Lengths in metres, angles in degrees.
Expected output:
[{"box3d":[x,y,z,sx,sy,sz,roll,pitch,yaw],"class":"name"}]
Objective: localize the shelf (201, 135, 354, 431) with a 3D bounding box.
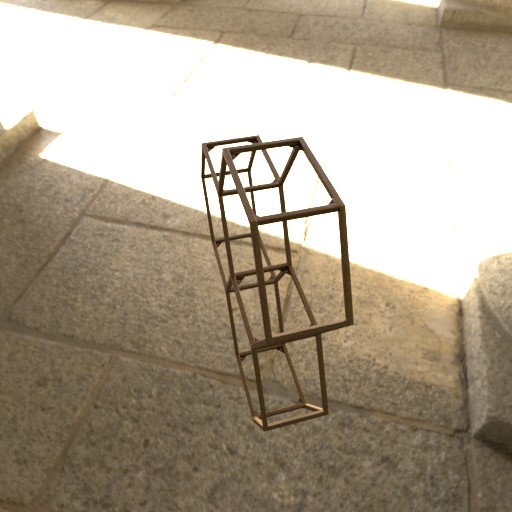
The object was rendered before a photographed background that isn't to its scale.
[{"box3d":[0.000,0.000,1.087,0.150,0.701,0.708,-11,48,-10],"class":"shelf"}]
